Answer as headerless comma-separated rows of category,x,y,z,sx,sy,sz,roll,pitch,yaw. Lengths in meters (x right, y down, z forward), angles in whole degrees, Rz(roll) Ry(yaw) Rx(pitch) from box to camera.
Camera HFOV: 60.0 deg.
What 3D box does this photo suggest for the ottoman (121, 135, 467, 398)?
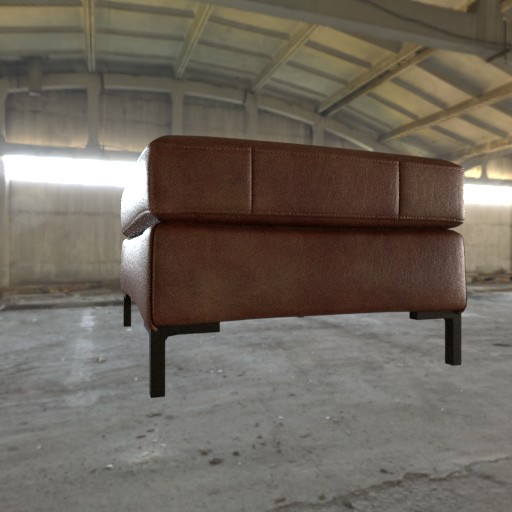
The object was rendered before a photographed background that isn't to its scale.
ottoman,0.000,0.000,1.734,0.965,0.667,1.186,0,0,-20
